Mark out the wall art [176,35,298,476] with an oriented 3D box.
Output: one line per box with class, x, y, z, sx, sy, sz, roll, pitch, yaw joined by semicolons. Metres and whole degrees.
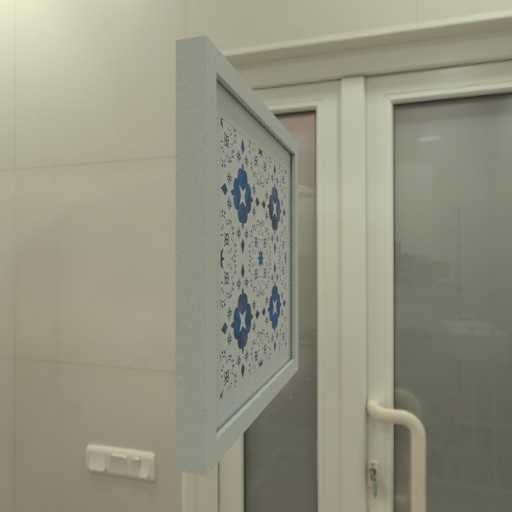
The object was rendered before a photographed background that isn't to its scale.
wall art;0.000;0.000;0.530;0.027;0.355;0.355;0;0;17
